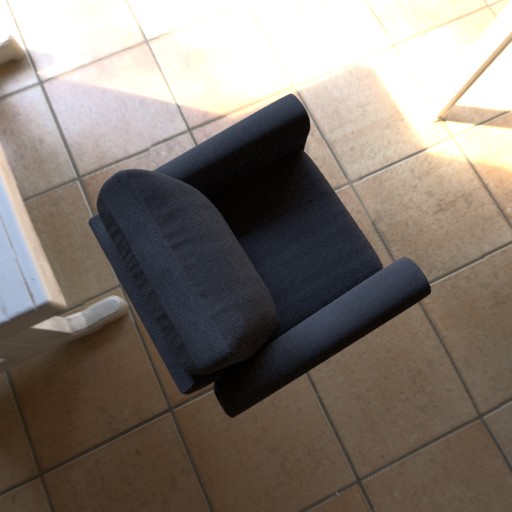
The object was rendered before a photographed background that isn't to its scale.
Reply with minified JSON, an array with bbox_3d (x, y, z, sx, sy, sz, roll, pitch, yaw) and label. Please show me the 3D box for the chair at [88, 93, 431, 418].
[{"bbox_3d":[0.000,0.000,1.601,0.828,0.942,0.867,-31,78,-7],"label":"chair"}]
